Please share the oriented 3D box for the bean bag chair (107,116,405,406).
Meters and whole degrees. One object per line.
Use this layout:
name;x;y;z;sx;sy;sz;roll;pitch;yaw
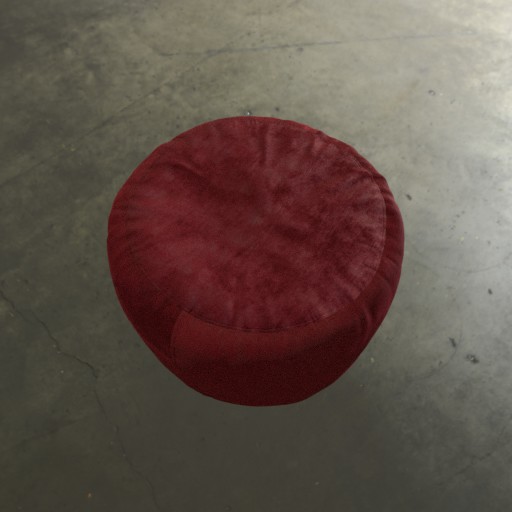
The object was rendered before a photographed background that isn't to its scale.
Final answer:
bean bag chair;0.000;0.000;1.996;1.219;0.762;1.219;0;60;0
